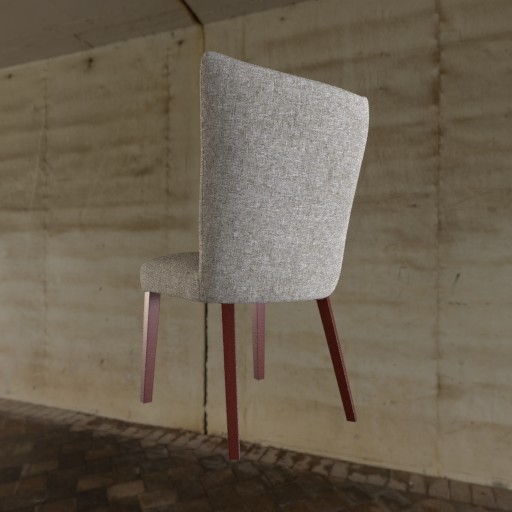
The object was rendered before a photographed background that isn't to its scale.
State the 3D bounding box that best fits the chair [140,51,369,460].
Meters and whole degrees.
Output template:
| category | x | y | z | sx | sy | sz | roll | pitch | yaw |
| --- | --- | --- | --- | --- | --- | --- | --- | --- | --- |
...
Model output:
| category | x | y | z | sx | sy | sz | roll | pitch | yaw |
| --- | --- | --- | --- | --- | --- | --- | --- | --- | --- |
| chair | 0.000 | 0.000 | 1.288 | 0.535 | 0.924 | 0.623 | 0 | 1 | -35 |
